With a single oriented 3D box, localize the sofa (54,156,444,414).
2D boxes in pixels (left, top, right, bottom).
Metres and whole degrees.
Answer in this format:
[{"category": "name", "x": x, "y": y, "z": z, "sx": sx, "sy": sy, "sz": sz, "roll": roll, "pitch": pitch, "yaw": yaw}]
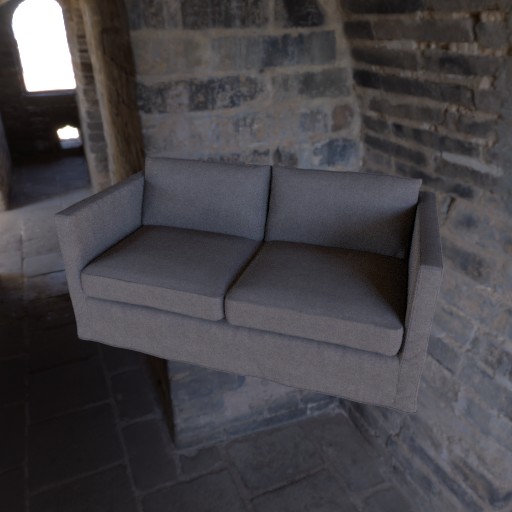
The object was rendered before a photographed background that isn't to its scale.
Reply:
[{"category": "sofa", "x": 0.000, "y": 0.000, "z": 2.400, "sx": 1.802, "sy": 0.854, "sz": 0.974, "roll": 8, "pitch": 28, "yaw": 16}]
